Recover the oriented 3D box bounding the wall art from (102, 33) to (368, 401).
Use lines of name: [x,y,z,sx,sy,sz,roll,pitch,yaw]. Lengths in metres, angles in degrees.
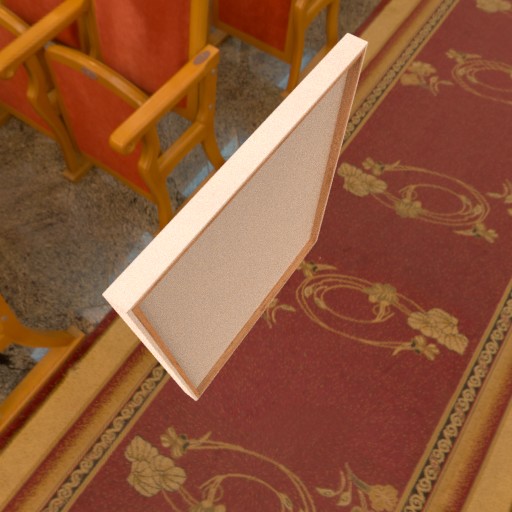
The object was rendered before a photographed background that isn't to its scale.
wall art: [0.000,0.000,0.826,0.037,0.606,0.508,33,68,15]
